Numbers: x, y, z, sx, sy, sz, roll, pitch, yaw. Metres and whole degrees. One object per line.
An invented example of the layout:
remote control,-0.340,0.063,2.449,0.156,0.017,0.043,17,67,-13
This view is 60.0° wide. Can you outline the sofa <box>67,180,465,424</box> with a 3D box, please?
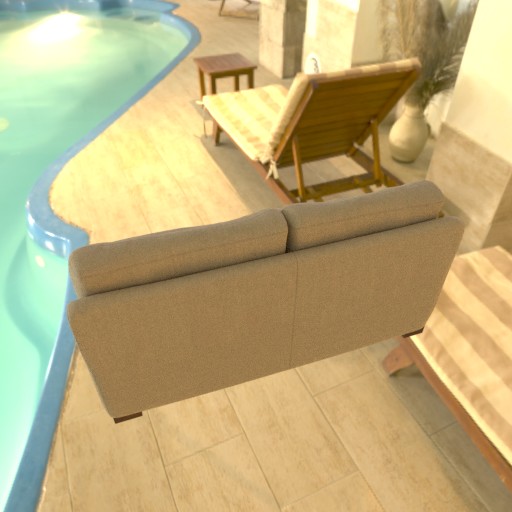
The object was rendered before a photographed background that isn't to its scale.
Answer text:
sofa,0.000,0.000,2.439,1.855,0.980,0.962,-12,42,-14
